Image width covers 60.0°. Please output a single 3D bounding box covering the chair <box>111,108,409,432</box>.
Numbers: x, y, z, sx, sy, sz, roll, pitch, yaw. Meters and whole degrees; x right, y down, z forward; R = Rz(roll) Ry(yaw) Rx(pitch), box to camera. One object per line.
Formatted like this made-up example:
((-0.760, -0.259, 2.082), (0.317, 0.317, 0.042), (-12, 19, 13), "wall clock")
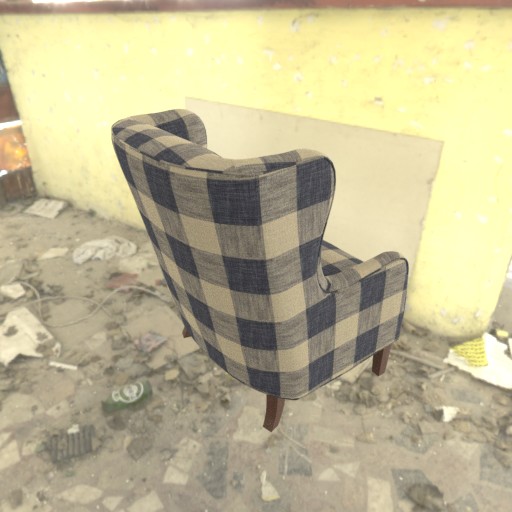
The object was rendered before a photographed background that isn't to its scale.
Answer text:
((0.000, 0.000, 1.729), (0.889, 1.041, 0.830), (-18, 33, -31), "chair")
